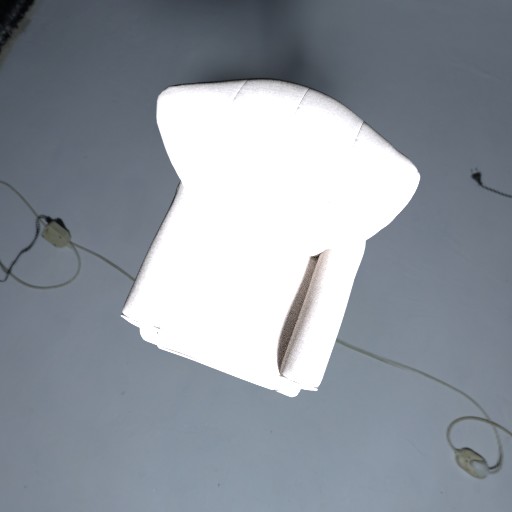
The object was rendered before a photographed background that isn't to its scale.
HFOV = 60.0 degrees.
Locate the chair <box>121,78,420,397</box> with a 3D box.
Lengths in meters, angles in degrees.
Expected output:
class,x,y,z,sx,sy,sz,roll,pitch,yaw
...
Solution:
class,x,y,z,sx,sy,sz,roll,pitch,yaw
chair,0.000,0.000,1.943,0.942,1.209,1.025,20,75,6
